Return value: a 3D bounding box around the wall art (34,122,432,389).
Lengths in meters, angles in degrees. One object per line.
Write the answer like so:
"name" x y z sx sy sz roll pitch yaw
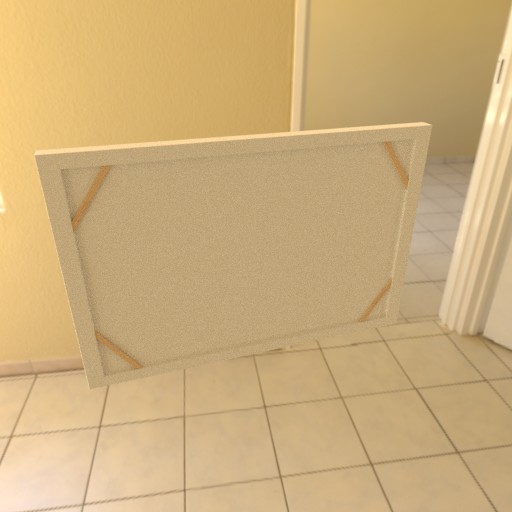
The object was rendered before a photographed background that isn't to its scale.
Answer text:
"wall art" 0.000 0.000 1.140 0.914 0.609 0.038 -9 29 -16
